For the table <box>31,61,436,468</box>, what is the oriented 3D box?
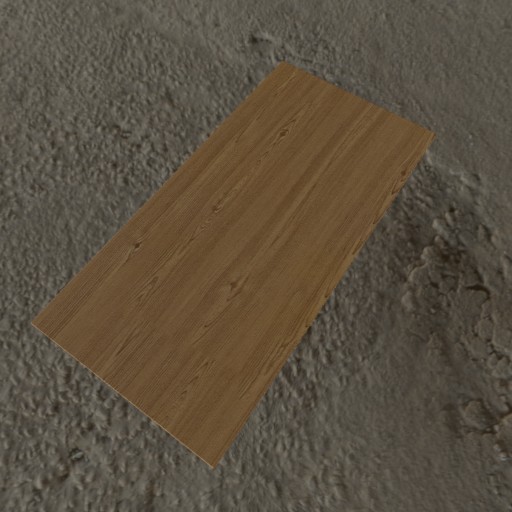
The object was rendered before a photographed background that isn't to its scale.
[{"bbox_3d":[0.000,0.000,2.285,0.901,0.750,1.797,32,68,15],"label":"table"}]
